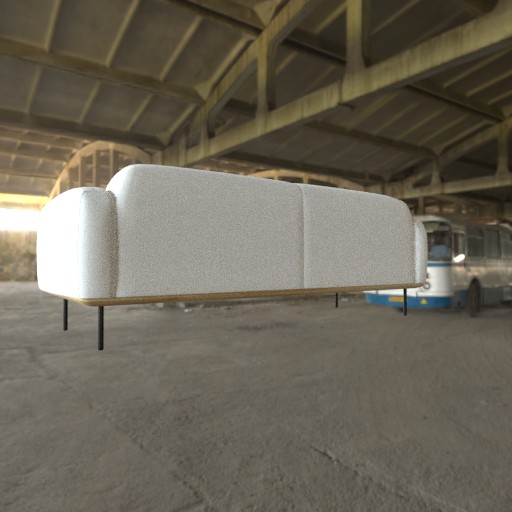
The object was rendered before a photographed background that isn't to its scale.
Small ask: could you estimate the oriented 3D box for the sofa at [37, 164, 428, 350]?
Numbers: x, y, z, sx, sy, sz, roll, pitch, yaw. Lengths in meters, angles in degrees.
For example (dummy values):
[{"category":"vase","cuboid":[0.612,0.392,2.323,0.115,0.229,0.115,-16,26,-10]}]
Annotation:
[{"category":"sofa","cuboid":[0.000,0.000,2.618,2.280,0.780,0.870,0,-1,-35]}]
